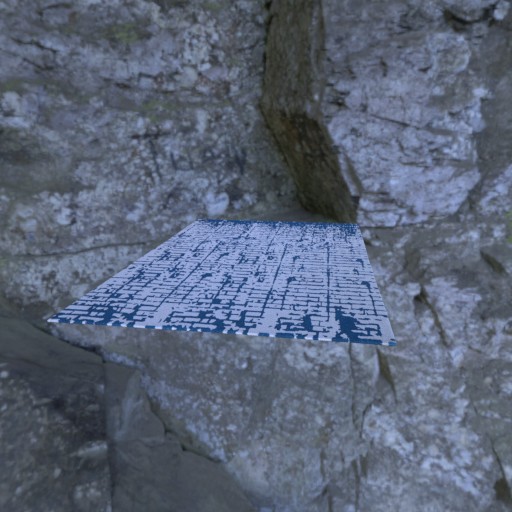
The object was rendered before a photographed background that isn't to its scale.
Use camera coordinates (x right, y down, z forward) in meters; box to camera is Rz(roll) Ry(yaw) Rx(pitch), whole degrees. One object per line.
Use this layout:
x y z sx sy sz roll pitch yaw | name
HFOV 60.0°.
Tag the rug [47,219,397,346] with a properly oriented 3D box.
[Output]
0.000 0.000 3.033 1.517 0.011 2.435 2 16 9 | rug
